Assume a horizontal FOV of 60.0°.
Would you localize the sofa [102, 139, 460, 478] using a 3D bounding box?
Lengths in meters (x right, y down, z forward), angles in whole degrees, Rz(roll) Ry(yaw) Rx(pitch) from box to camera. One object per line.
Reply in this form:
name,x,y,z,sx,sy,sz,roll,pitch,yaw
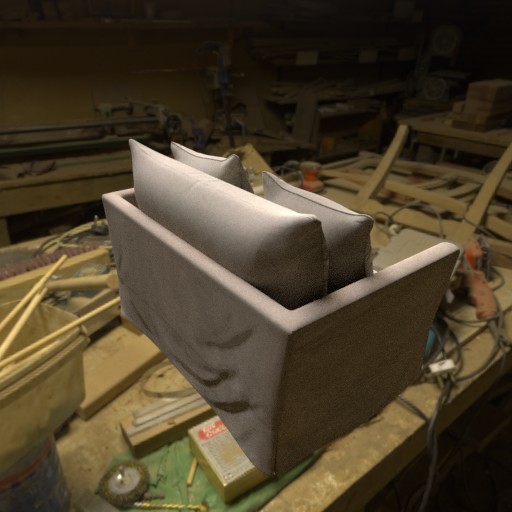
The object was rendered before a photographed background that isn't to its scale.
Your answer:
sofa,0.000,0.000,2.277,1.035,1.040,1.608,-19,33,-33
